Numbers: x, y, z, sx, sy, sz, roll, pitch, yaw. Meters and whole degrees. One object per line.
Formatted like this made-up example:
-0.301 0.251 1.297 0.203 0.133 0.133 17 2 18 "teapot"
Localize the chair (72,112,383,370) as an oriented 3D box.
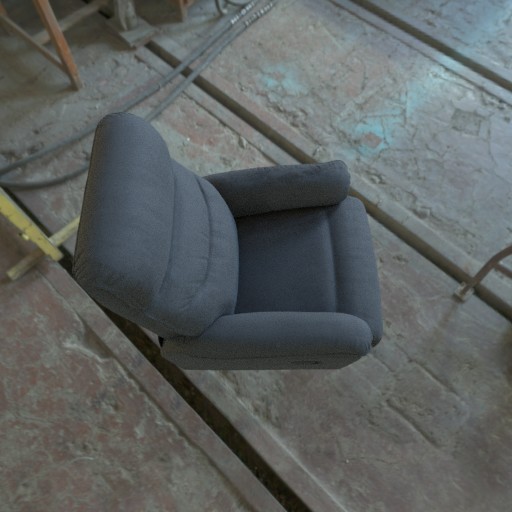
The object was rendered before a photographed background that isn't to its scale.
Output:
0.000 0.000 1.729 1.004 1.037 0.820 -1 64 -1 "chair"
